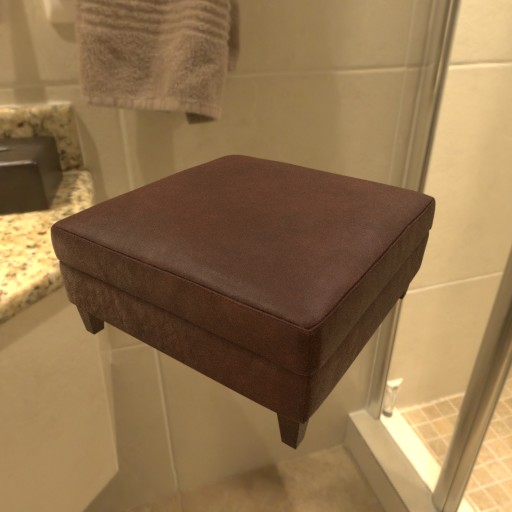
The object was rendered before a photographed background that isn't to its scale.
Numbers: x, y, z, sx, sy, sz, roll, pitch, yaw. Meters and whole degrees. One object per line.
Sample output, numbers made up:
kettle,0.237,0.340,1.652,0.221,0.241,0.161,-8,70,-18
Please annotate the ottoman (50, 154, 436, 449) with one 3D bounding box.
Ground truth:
ottoman,0.000,0.000,1.357,0.836,0.415,0.844,19,34,30
